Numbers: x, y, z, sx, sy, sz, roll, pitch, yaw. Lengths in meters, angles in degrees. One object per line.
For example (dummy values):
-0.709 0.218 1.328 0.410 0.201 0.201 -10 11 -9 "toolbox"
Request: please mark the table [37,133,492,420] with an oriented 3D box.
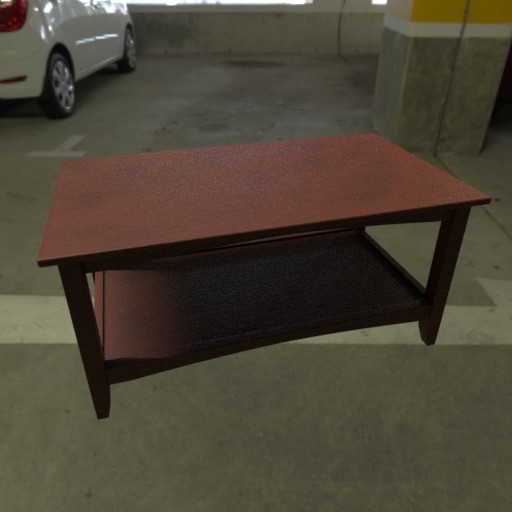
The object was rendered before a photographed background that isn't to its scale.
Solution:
0.000 0.000 1.212 0.943 0.456 0.533 -9 33 -14 "table"
